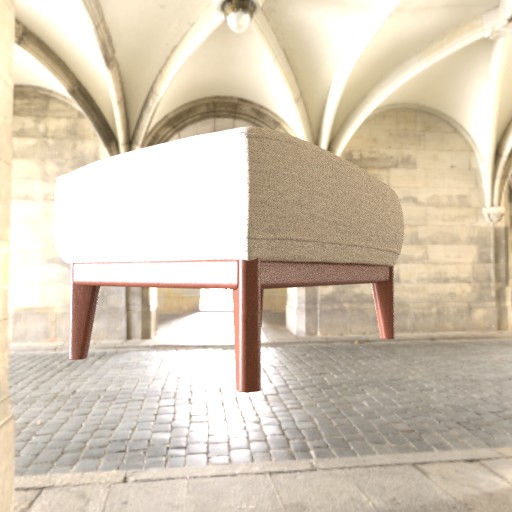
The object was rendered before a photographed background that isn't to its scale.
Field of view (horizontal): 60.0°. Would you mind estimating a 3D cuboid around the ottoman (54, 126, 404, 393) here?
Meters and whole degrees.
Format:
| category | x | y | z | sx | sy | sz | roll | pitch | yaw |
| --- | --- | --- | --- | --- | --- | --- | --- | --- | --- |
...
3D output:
| category | x | y | z | sx | sy | sz | roll | pitch | yaw |
| --- | --- | --- | --- | --- | --- | --- | --- | --- | --- |
| ottoman | 0.000 | 0.000 | 1.143 | 0.594 | 0.465 | 0.794 | -1 | -3 | 35 |
